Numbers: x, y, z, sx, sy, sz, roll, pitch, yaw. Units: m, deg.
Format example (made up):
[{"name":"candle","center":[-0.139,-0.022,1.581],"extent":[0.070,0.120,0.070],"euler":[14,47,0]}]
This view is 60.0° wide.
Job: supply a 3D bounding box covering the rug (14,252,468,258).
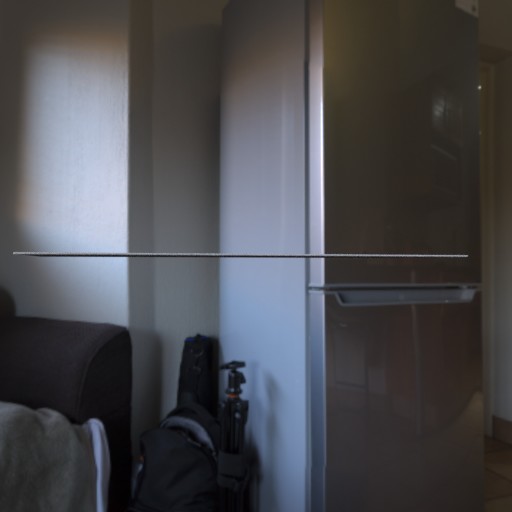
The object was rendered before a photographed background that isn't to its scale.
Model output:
[{"name":"rug","center":[0.000,0.000,2.634],"extent":[2.435,0.009,0.750],"euler":[0,-1,-18]}]
